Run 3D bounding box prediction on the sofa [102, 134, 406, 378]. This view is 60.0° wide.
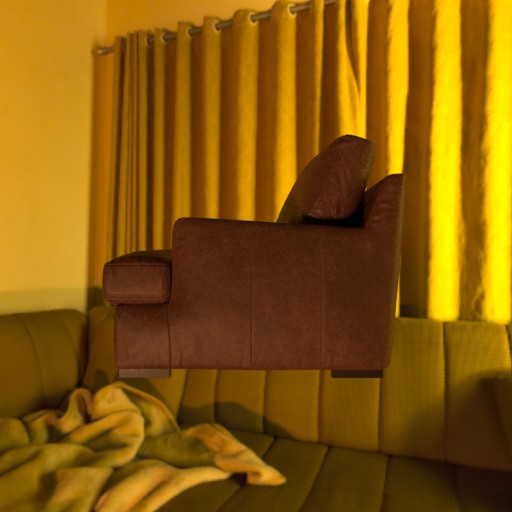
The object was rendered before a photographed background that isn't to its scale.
[{"bbox_3d":[0.000,0.000,2.527,1.143,0.939,1.880,0,-1,0],"label":"sofa"}]
